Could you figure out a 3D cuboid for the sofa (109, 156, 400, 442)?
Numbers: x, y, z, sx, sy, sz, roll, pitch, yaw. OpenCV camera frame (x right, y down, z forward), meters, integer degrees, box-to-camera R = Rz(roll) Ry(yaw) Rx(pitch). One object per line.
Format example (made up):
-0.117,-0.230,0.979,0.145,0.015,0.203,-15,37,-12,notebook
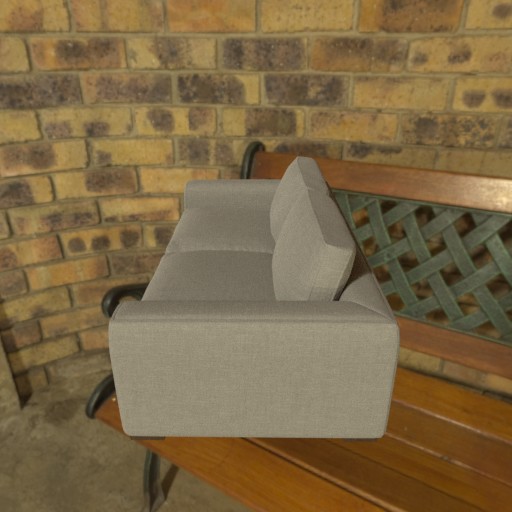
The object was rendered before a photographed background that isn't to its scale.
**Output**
0.000,0.000,2.460,1.069,0.800,1.920,0,25,1,sofa
